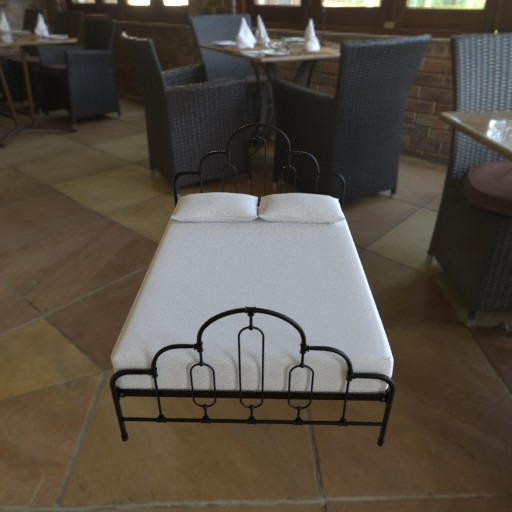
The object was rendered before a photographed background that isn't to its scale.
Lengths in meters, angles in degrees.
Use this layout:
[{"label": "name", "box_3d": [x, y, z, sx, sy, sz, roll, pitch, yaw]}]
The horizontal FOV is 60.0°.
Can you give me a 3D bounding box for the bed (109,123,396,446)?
[{"label": "bed", "box_3d": [0.000, 0.000, 3.316, 1.626, 1.444, 2.181, 1, 30, 1]}]
